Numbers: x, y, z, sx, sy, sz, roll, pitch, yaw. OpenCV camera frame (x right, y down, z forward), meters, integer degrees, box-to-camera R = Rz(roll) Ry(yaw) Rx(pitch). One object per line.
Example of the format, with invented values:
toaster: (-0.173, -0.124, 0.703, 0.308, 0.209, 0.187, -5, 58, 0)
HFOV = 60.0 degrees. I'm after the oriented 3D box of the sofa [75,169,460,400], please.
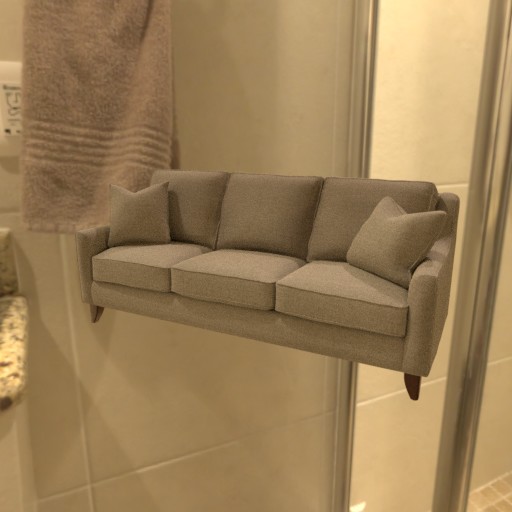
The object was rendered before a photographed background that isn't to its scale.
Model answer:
sofa: (0.000, 0.000, 2.533, 2.031, 0.914, 0.865, 7, 16, 26)
